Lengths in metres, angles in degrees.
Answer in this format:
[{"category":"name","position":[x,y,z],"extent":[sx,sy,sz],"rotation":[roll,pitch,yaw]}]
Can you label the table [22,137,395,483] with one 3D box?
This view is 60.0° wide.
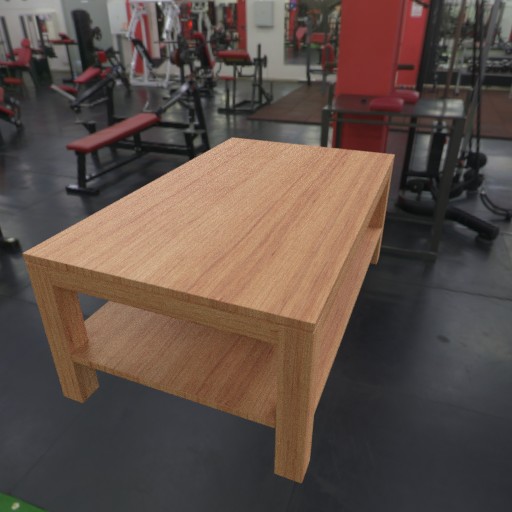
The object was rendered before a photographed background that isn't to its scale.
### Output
[{"category":"table","position":[0.000,0.000,1.479],"extent":[0.695,0.457,1.146],"rotation":[11,31,19]}]
